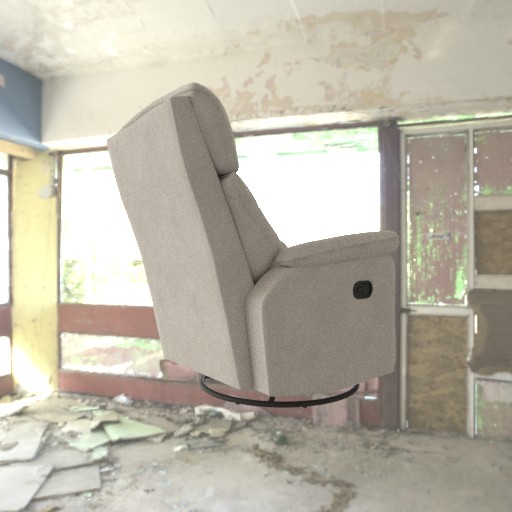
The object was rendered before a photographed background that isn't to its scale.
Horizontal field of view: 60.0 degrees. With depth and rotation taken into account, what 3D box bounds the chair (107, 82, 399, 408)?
[{"bbox_3d":[0.000,0.000,1.750,1.001,1.039,0.820,0,0,-37],"label":"chair"}]
